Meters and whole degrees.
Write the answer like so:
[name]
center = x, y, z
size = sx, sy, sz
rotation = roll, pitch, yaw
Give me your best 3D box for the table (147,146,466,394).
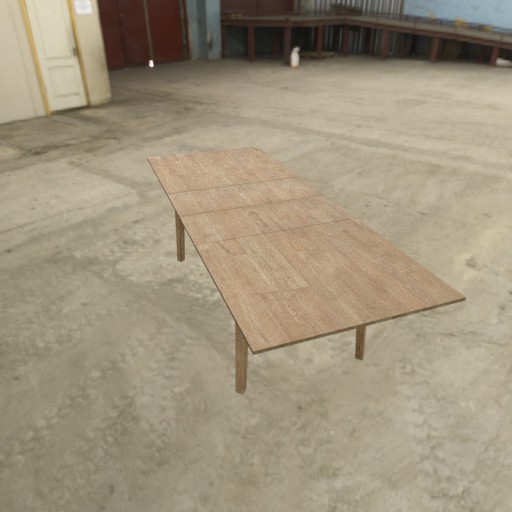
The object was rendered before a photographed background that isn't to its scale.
[table]
center = 0.000, 0.000, 3.045
size = 1.000, 0.752, 2.603
rotation = -10, 31, -18
